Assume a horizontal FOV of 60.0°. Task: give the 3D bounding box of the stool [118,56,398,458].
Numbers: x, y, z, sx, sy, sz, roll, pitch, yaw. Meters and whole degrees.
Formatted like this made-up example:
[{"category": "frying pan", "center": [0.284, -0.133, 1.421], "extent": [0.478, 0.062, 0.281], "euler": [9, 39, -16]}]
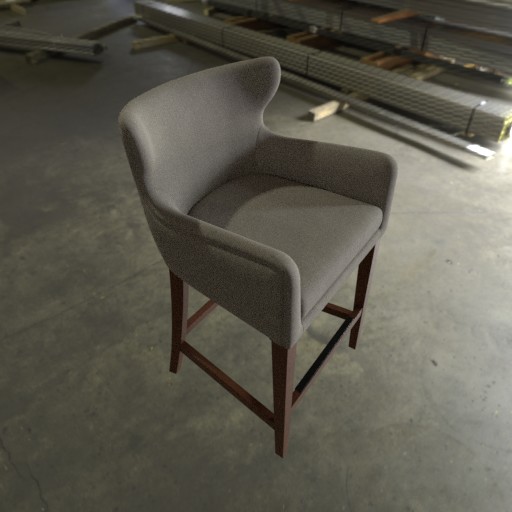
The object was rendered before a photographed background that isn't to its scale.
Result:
[{"category": "stool", "center": [0.000, 0.000, 1.312], "extent": [0.575, 0.951, 0.575], "euler": [24, 46, 26]}]
